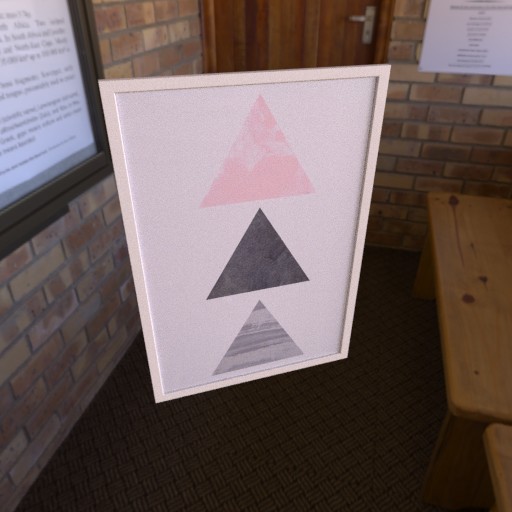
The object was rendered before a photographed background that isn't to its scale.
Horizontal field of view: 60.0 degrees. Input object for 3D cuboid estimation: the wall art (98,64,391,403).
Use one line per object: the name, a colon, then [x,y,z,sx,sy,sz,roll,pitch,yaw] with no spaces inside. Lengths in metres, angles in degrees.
wall art: [0.000,0.000,0.843,0.456,0.656,0.013,-9,33,-15]
